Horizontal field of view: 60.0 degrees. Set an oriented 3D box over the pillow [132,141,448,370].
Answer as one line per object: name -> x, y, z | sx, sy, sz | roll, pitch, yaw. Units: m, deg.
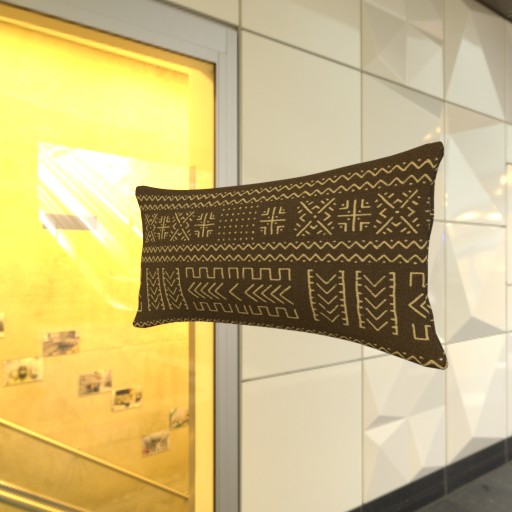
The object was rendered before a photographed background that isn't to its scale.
pillow -> 0.000, 0.000, 0.816 | 0.667, 0.322, 0.135 | 0, -1, 35
